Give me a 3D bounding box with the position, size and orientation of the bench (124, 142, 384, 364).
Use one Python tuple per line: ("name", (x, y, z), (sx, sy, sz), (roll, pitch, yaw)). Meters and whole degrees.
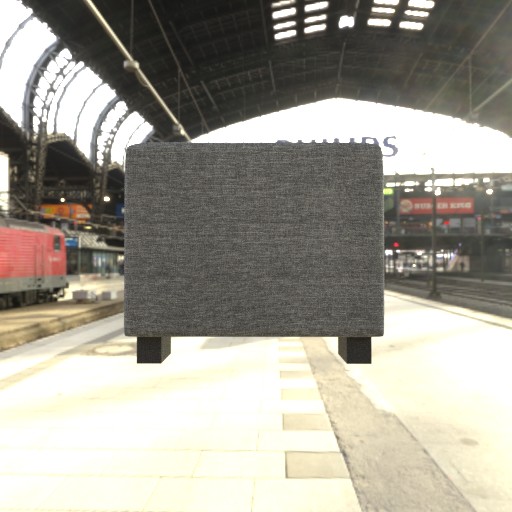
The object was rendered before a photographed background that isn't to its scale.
("bench", (0.000, 0.000, 1.494), (0.508, 0.445, 1.296), (0, -1, 0))
